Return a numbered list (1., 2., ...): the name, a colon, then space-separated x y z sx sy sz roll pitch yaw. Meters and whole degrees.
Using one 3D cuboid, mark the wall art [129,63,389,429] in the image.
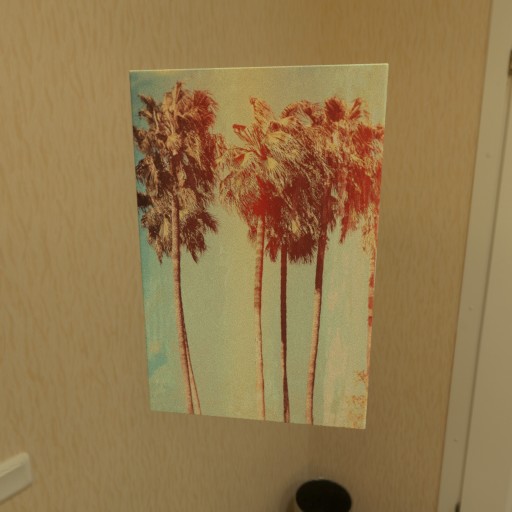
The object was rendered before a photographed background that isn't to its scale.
1. wall art: 0.000 0.000 0.484 0.251 0.380 0.039 2 13 8
